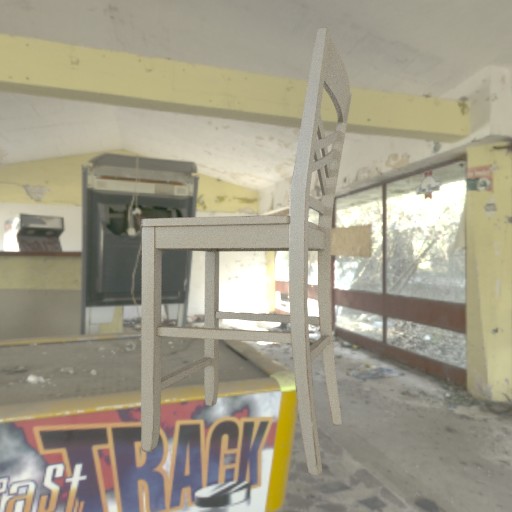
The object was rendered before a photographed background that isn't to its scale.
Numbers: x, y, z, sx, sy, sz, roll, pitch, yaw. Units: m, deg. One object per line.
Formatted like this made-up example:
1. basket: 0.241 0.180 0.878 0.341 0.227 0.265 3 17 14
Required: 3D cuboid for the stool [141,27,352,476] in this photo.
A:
1. stool: 0.000 0.000 1.334 0.539 1.079 0.462 0 -1 19
